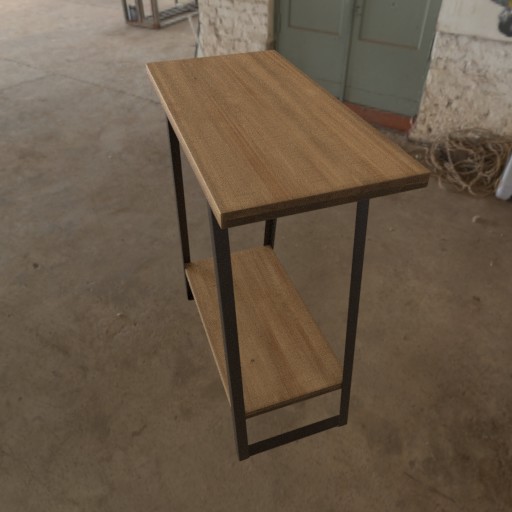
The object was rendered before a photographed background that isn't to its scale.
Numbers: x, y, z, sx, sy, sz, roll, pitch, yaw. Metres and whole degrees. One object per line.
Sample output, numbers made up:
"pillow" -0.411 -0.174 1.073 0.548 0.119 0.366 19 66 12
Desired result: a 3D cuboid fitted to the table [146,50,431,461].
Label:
"table" 0.000 0.000 1.010 0.300 0.701 0.599 -13 42 -14
